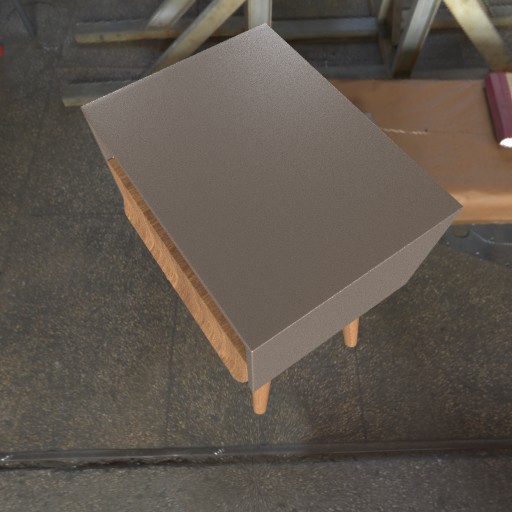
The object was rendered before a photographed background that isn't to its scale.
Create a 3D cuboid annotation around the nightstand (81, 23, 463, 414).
[{"bbox_3d":[0.000,0.000,0.734,0.288,0.508,0.370,-32,67,-15],"label":"nightstand"}]
